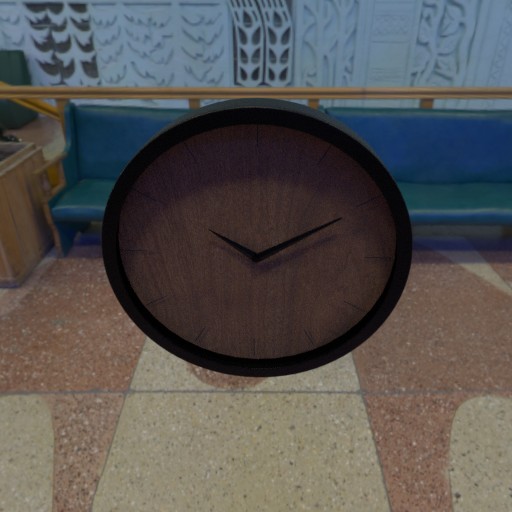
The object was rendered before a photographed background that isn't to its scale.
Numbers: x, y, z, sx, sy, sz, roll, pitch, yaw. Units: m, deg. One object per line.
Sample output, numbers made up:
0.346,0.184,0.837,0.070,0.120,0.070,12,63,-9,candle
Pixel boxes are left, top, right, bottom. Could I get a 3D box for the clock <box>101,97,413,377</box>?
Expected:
0.000,0.000,0.468,0.314,0.314,0.040,1,30,2,clock
